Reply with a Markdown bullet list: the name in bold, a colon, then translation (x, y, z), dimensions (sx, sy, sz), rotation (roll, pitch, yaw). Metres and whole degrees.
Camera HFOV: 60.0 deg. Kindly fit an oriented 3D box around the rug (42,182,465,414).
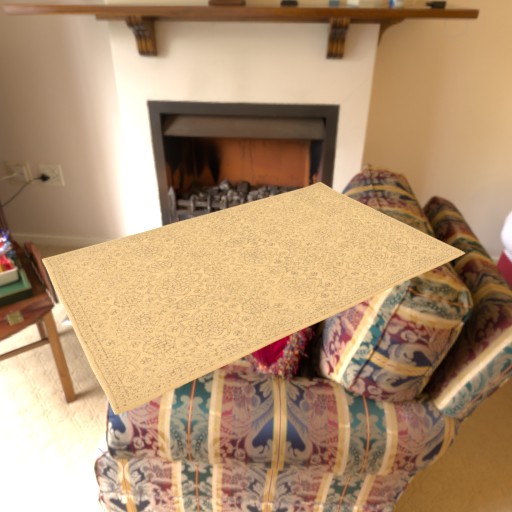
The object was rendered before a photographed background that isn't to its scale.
- **rug**: translation (0.000, 0.000, 2.982), dimensions (2.434, 0.023, 1.518), rotation (-19, 36, -28)
